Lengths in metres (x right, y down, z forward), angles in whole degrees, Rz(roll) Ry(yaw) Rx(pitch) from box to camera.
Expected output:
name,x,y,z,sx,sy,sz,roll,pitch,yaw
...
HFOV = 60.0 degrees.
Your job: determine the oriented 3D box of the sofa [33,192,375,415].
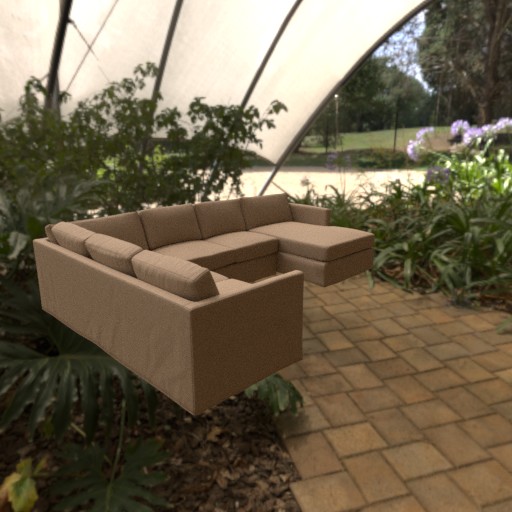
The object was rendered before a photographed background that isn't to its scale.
name,x,y,z,sx,sy,sz,roll,pitch,yaw
sofa,0.000,0.000,4.524,2.427,0.882,3.460,15,21,43
